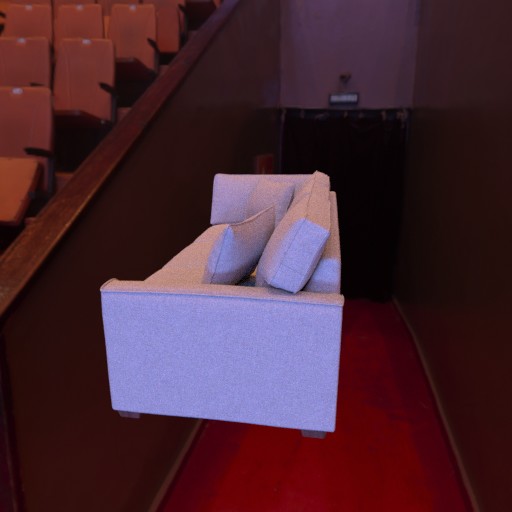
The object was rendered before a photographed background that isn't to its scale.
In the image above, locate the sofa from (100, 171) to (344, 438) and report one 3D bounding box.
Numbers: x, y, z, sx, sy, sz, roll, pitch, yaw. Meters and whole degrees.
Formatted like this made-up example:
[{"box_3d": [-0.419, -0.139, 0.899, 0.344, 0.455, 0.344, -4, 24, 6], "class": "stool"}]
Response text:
[{"box_3d": [0.000, 0.000, 2.904, 1.061, 0.962, 2.317, 3, 16, 9], "class": "sofa"}]
